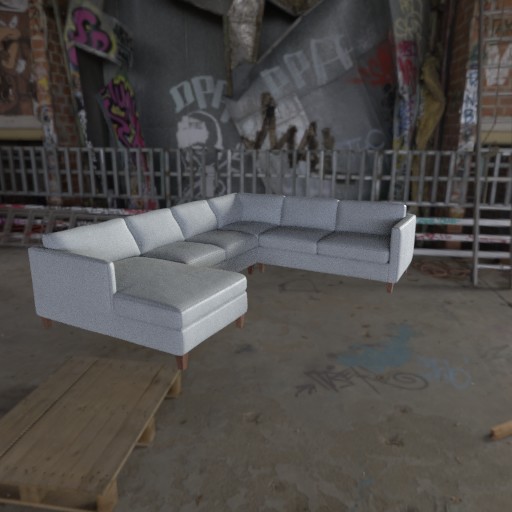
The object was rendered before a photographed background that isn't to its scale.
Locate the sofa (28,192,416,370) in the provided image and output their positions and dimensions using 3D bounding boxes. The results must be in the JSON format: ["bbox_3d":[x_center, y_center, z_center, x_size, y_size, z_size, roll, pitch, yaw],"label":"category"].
[{"bbox_3d":[0.000,0.000,4.447,2.551,0.853,3.238,8,17,28],"label":"sofa"}]
